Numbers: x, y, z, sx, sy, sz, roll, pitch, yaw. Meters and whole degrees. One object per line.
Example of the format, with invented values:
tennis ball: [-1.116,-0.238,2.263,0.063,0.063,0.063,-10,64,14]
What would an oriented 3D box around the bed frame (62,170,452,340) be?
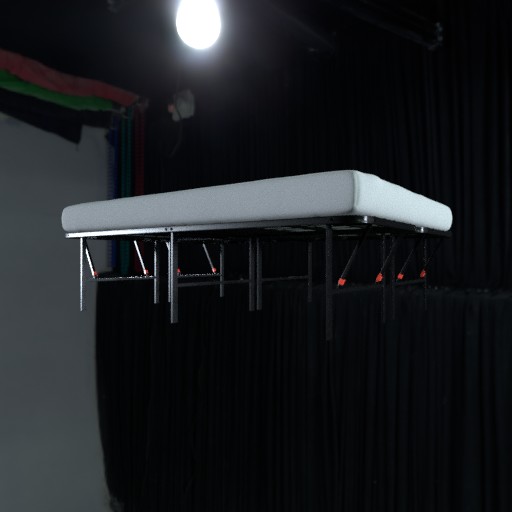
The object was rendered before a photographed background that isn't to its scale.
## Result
bed frame: [0.000,0.000,2.613,1.905,0.637,1.372,0,-1,36]
